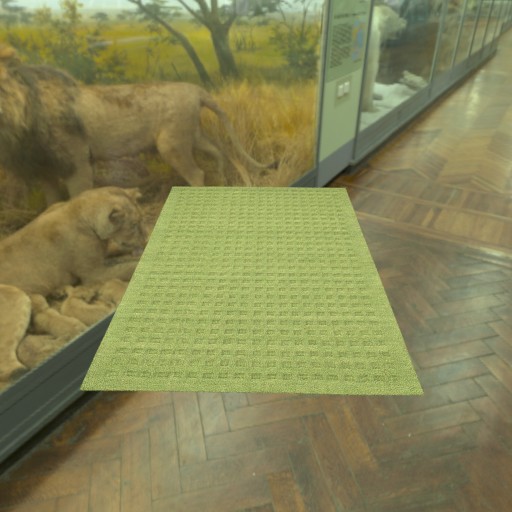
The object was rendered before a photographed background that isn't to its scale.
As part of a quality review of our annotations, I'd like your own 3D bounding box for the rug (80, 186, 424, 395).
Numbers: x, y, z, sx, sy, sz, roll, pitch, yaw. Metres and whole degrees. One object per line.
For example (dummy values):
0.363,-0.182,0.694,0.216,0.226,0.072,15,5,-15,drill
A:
0.000,0.000,2.935,1.529,0.007,2.297,1,32,1,rug
